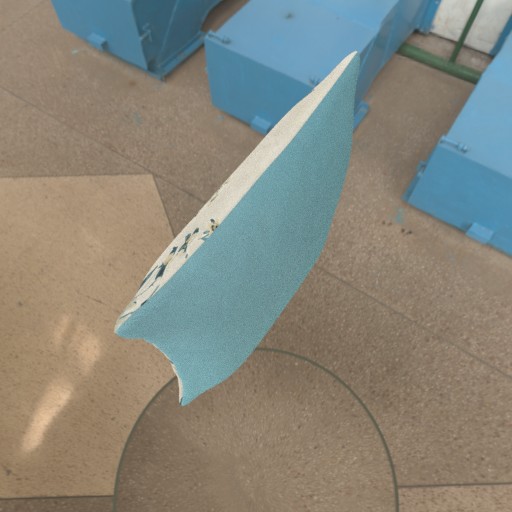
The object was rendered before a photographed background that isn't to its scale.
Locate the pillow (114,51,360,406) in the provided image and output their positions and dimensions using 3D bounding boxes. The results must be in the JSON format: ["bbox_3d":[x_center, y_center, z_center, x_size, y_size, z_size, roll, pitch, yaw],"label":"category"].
[{"bbox_3d":[0.000,0.000,0.780,0.166,0.507,0.526,31,67,15],"label":"pillow"}]
